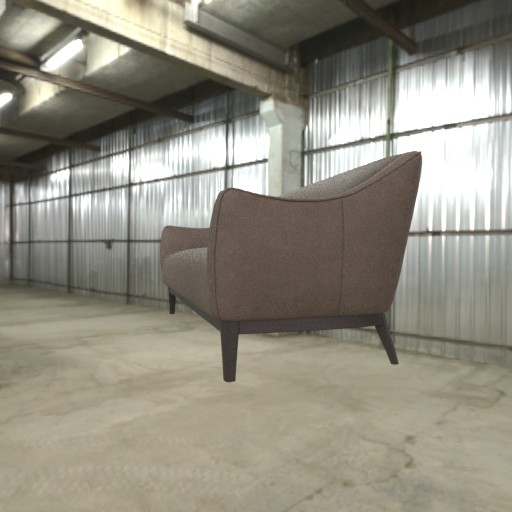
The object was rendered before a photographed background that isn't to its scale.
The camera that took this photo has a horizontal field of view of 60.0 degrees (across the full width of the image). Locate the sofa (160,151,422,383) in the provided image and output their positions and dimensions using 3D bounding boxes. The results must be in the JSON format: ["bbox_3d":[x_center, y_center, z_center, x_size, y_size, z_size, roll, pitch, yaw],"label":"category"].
[{"bbox_3d":[0.000,0.000,2.395,0.869,0.831,1.928,0,0,-17],"label":"sofa"}]
